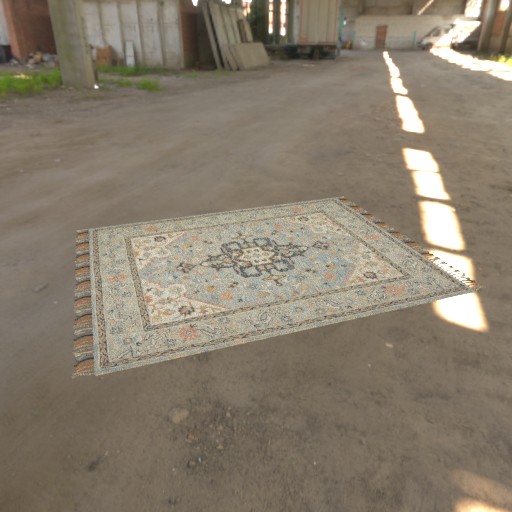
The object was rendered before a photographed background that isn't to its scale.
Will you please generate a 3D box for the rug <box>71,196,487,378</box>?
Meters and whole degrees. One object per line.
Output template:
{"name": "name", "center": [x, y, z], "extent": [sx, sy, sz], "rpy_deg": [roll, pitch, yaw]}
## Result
{"name": "rug", "center": [0.000, 0.000, 2.239], "extent": [1.730, 0.009, 1.278], "rpy_deg": [-9, 29, -17]}
